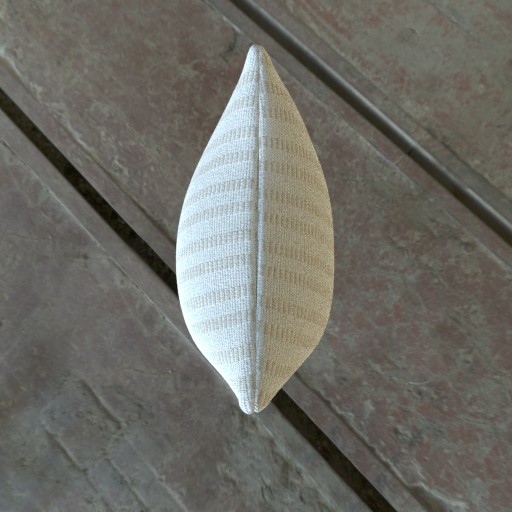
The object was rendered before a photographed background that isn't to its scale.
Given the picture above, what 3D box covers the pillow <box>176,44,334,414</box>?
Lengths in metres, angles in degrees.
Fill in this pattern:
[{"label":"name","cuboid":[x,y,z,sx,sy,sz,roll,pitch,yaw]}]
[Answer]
[{"label":"pillow","cuboid":[0.000,0.000,0.689,0.247,0.419,0.438,1,76,0]}]
